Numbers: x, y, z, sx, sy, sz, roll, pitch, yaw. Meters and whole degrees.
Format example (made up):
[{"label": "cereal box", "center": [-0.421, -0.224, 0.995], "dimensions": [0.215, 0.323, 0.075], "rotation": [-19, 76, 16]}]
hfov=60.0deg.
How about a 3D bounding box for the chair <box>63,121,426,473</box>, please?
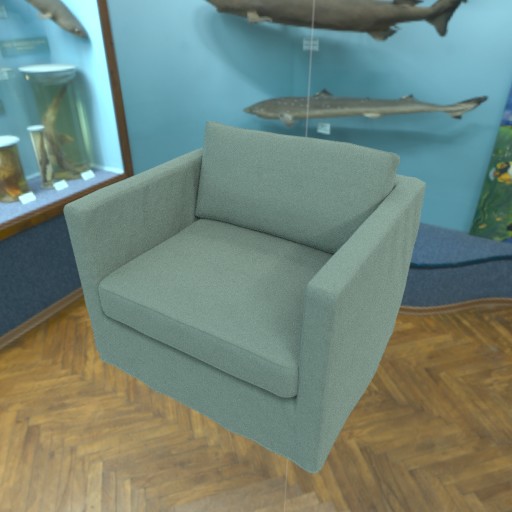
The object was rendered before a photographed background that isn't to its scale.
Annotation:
[{"label": "chair", "center": [0.000, 0.000, 1.774], "dimensions": [1.057, 0.863, 0.949], "rotation": [17, 35, 27]}]
